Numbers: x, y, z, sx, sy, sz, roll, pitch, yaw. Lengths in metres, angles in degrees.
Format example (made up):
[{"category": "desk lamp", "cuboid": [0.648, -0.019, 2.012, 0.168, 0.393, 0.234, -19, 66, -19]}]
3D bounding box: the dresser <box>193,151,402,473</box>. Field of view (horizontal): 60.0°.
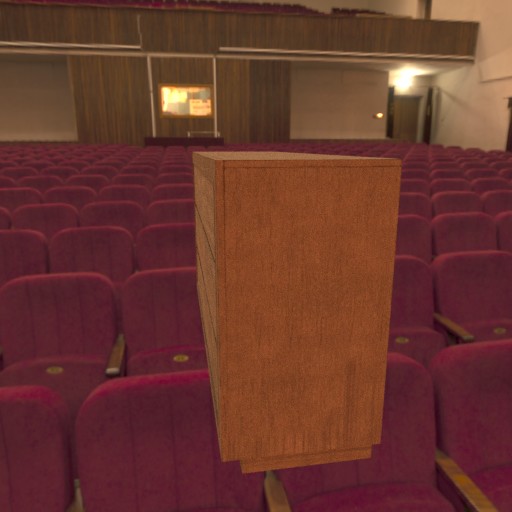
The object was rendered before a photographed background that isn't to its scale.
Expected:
[{"category": "dresser", "cuboid": [0.000, 0.000, 1.983, 0.483, 0.889, 1.628, -2, 14, -10]}]
